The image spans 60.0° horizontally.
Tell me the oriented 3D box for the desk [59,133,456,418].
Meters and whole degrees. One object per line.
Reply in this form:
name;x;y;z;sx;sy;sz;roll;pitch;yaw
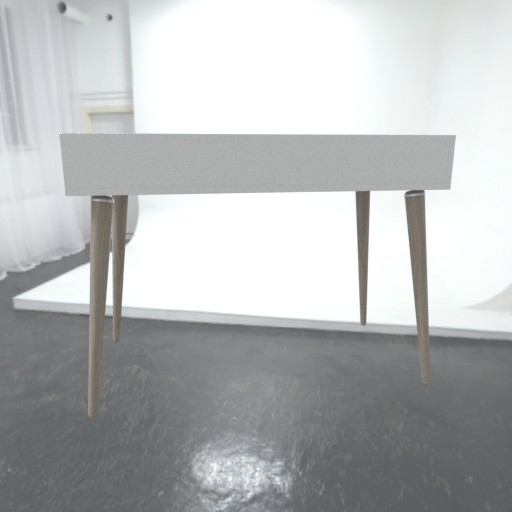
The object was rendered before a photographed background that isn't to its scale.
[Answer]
desk;0.000;0.000;1.387;0.979;0.723;0.491;-2;14;-9
